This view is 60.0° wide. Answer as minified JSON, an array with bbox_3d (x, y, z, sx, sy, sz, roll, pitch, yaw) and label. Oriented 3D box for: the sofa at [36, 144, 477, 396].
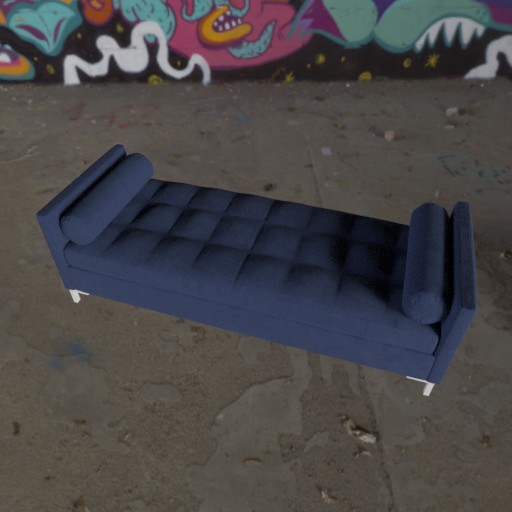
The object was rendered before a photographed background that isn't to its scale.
[{"bbox_3d":[0.000,0.000,2.460,2.102,0.657,0.797,12,43,13],"label":"sofa"}]
